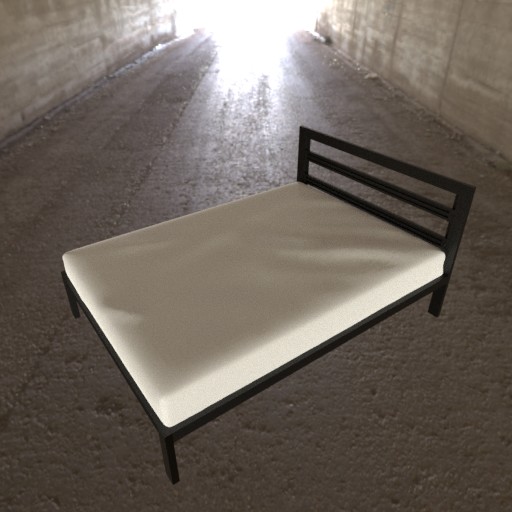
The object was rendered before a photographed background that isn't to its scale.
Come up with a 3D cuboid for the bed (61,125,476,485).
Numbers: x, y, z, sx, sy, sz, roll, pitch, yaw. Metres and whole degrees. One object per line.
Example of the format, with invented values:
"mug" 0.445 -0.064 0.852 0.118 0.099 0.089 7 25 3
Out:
"bed" 0.000 0.000 2.829 2.062 0.967 1.524 -21 38 -30
